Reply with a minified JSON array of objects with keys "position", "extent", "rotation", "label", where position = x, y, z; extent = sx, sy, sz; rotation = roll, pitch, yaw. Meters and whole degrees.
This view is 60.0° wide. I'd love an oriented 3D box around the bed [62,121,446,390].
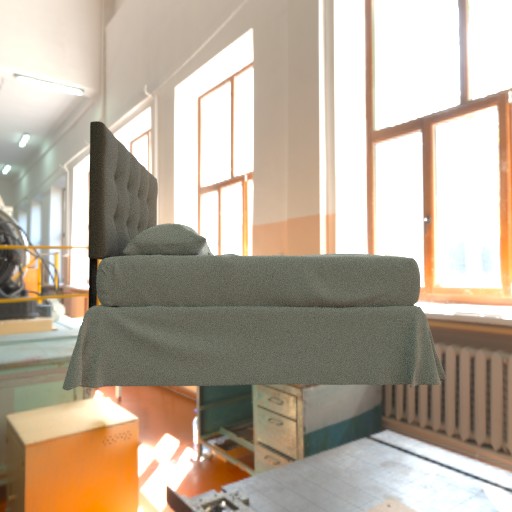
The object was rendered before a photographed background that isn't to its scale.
[{"position":[0.000,0.000,3.474],"extent":[2.222,1.577,1.936],"rotation":[0,-2,-1],"label":"bed"}]
